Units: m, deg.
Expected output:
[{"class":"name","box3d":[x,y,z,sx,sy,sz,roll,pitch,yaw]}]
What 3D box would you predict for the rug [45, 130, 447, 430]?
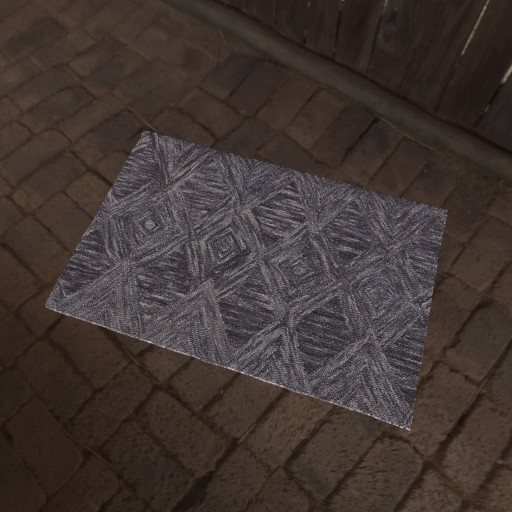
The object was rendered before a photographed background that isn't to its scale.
[{"class":"rug","box3d":[0.000,0.000,2.300,1.814,0.012,1.186,16,65,8]}]
